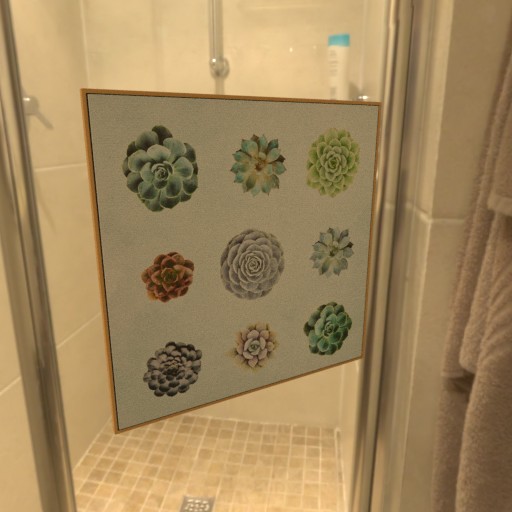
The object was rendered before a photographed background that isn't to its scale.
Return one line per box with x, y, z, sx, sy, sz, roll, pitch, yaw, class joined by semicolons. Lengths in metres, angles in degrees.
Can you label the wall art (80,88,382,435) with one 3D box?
0.000;0.000;0.671;0.457;0.455;0.013;-8;17;-28;wall art
